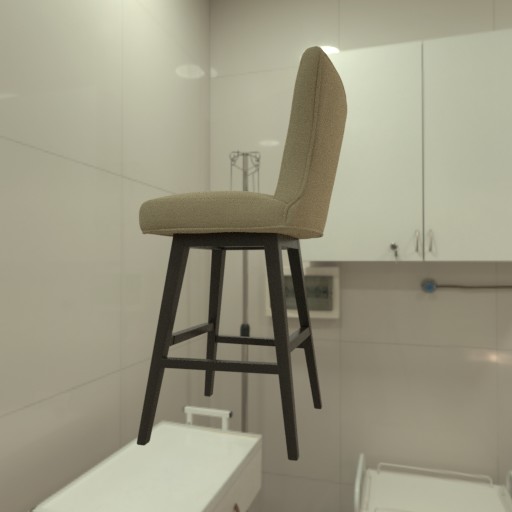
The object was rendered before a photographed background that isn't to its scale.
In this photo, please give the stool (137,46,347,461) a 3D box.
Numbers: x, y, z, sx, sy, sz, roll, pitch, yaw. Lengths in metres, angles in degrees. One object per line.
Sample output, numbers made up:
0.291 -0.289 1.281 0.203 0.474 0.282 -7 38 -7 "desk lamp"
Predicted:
0.000 0.000 1.438 0.574 1.086 0.514 0 -1 17 "stool"
